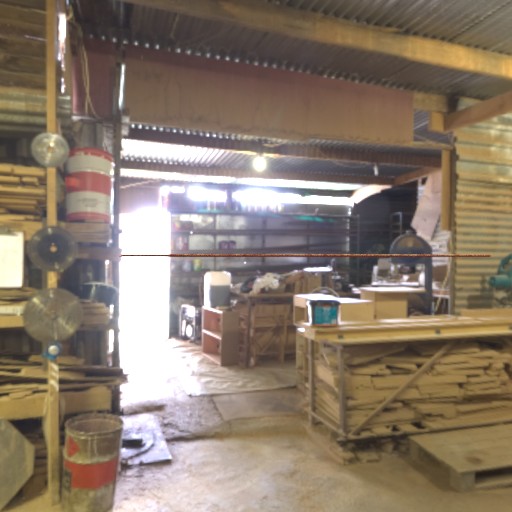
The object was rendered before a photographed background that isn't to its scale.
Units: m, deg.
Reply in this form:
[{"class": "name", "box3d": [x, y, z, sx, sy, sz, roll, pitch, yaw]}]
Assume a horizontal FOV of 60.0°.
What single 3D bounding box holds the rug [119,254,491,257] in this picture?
[{"class": "rug", "box3d": [0.000, 0.000, 4.140, 2.441, 0.016, 3.050, 0, 0, -18]}]
